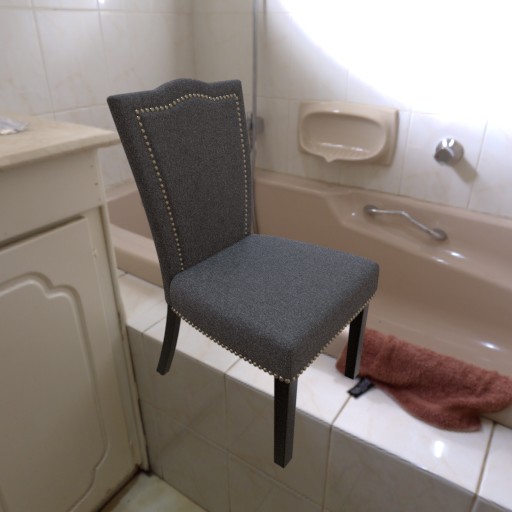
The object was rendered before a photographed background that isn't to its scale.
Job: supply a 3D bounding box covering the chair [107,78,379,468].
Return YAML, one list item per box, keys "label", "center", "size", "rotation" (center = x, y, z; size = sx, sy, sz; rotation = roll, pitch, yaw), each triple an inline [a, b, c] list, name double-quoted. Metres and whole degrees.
- label: "chair"
  center: [0.000, 0.000, 1.304]
  size: [0.589, 0.946, 0.518]
  rotation: [19, 33, 32]
